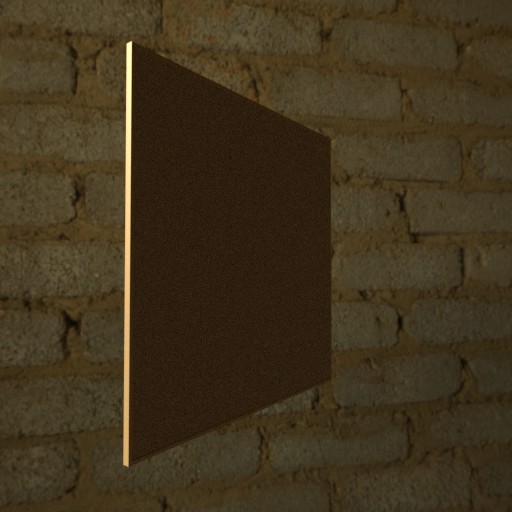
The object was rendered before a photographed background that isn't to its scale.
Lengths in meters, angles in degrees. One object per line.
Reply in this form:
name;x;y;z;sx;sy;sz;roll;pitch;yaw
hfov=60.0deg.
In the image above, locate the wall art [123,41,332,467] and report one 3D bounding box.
wall art;0.000;0.000;0.947;0.014;0.655;0.657;-1;-2;37
